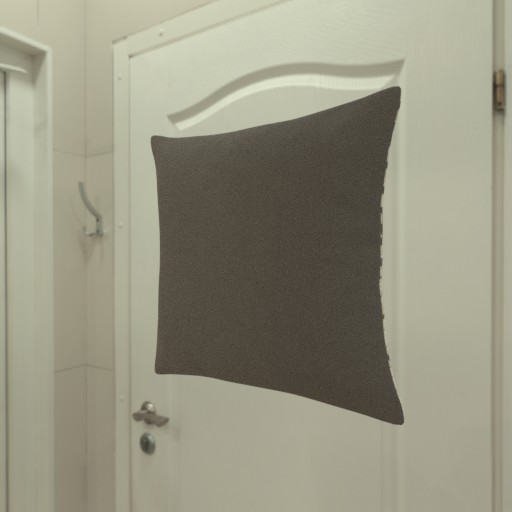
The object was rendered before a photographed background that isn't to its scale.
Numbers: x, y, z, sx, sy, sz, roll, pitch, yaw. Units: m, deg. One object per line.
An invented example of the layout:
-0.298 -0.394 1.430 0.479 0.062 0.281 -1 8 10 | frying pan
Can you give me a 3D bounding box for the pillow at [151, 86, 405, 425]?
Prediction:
0.000 0.000 0.803 0.526 0.507 0.166 0 1 34 | pillow
